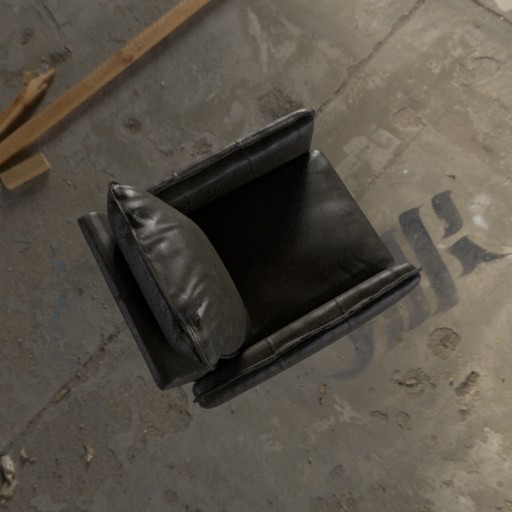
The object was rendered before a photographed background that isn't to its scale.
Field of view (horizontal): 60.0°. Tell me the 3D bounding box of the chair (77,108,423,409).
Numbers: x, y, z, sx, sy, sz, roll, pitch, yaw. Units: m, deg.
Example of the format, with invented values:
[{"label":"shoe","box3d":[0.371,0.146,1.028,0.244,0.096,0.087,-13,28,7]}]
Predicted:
[{"label":"chair","box3d":[0.000,0.000,1.653,0.921,0.921,0.830,-29,77,-7]}]
